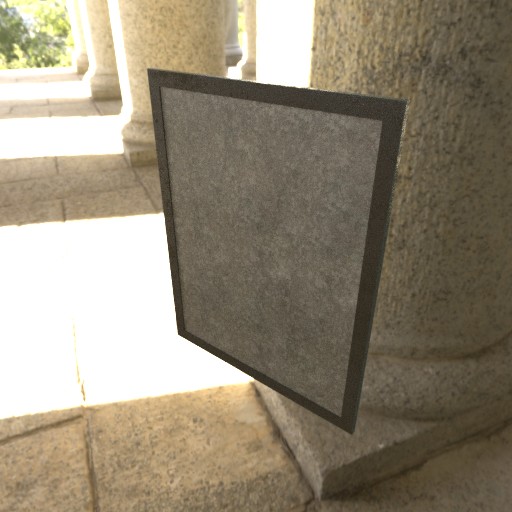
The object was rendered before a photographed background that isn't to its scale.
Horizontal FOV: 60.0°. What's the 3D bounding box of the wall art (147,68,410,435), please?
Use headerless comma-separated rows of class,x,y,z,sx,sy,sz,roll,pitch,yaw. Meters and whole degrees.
wall art,0.000,0.000,1.323,0.767,0.983,0.030,21,36,32
